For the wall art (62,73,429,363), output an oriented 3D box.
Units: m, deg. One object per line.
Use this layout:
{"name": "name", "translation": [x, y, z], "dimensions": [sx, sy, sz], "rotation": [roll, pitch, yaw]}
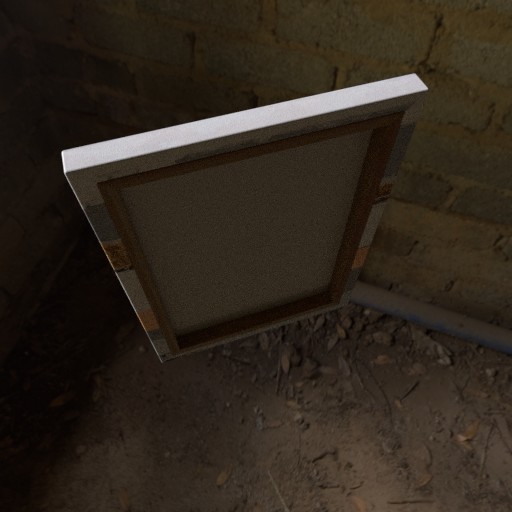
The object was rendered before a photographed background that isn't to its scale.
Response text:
{"name": "wall art", "translation": [0.000, 0.000, 0.789], "dimensions": [0.456, 0.609, 0.038], "rotation": [-16, 58, -10]}
